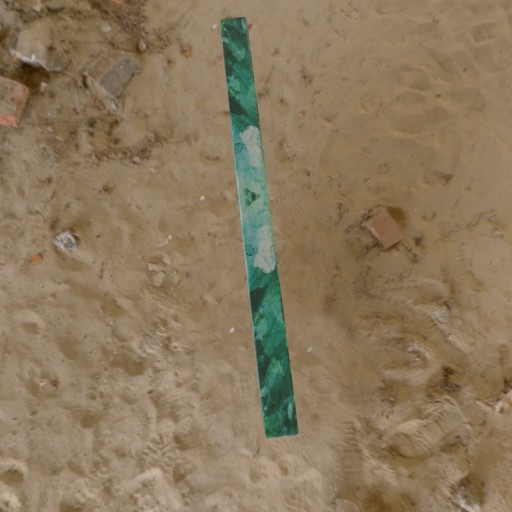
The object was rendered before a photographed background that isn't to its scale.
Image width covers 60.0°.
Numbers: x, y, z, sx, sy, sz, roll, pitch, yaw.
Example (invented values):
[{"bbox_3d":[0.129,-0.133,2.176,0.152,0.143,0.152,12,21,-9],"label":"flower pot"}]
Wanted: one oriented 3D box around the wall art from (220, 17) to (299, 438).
[{"bbox_3d":[0.000,0.000,0.750,0.038,0.508,0.507,-6,76,-2],"label":"wall art"}]
